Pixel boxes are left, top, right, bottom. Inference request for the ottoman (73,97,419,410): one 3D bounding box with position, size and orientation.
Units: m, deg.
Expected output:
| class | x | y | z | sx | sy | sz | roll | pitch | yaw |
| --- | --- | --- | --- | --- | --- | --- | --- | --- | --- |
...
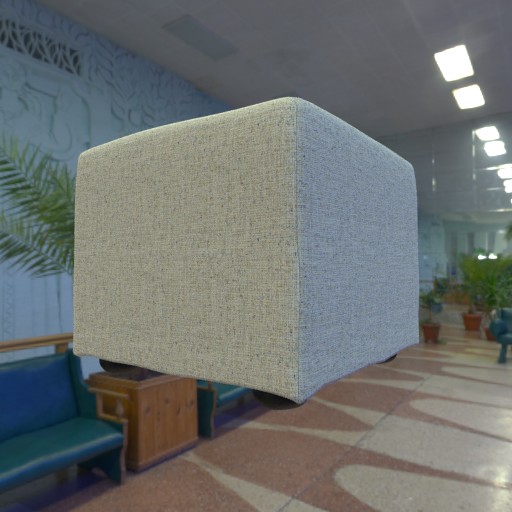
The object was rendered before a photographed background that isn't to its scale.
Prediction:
| class | x | y | z | sx | sy | sz | roll | pitch | yaw |
| --- | --- | --- | --- | --- | --- | --- | --- | --- | --- |
| ottoman | 0.000 | 0.000 | 0.904 | 0.512 | 0.453 | 0.521 | -1 | -2 | 36 |
